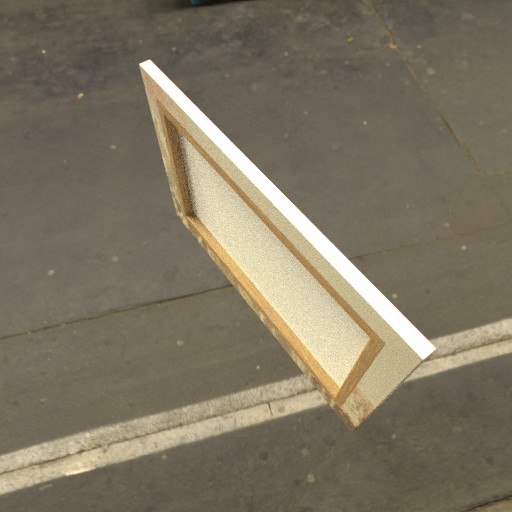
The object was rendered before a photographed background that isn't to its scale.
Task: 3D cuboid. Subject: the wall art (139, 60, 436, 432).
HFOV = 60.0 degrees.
[{"bbox_3d":[0.000,0.000,1.427,0.041,0.758,1.142,-32,64,-18],"label":"wall art"}]
